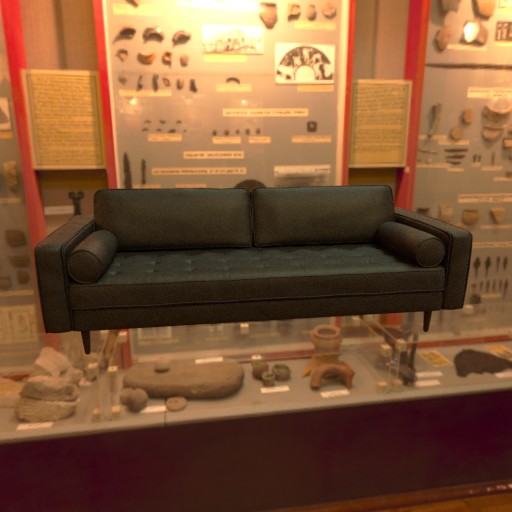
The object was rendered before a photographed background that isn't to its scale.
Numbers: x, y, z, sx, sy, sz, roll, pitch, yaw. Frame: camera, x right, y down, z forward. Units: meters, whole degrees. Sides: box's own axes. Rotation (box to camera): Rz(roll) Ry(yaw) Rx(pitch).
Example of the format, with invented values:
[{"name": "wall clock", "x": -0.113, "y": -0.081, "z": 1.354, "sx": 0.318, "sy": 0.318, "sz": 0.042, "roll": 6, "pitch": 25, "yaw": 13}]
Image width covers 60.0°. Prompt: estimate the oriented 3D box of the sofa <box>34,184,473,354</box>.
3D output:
[{"name": "sofa", "x": 0.000, "y": 0.000, "z": 2.614, "sx": 2.210, "sy": 0.762, "sz": 0.914, "roll": -2, "pitch": 15, "yaw": -8}]
